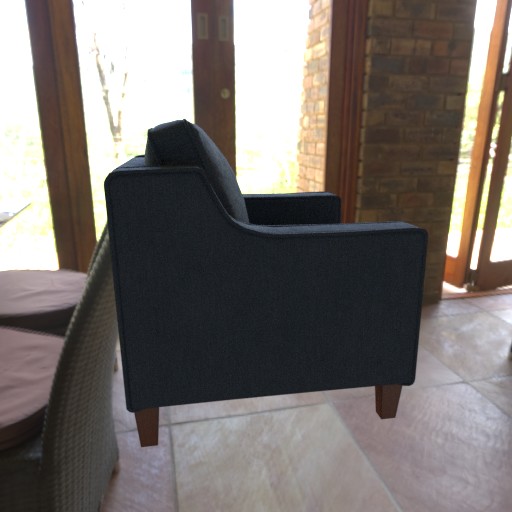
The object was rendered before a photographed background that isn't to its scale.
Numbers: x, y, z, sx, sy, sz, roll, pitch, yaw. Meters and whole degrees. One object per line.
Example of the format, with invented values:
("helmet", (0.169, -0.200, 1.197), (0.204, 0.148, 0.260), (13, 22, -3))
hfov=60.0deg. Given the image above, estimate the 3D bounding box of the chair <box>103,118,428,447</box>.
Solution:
("chair", (0.000, 0.000, 1.641), (0.909, 0.960, 0.831), (-3, 16, -10))
